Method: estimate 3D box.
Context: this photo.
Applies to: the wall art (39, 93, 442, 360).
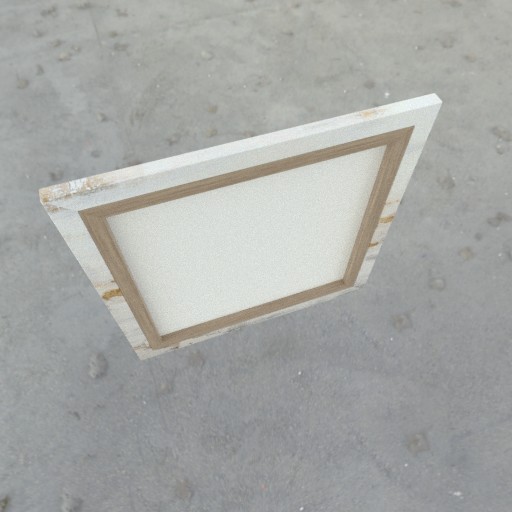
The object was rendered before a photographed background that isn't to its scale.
[{"bbox_3d":[0.000,0.000,1.498,1.015,1.018,0.040,-16,59,-10],"label":"wall art"}]
